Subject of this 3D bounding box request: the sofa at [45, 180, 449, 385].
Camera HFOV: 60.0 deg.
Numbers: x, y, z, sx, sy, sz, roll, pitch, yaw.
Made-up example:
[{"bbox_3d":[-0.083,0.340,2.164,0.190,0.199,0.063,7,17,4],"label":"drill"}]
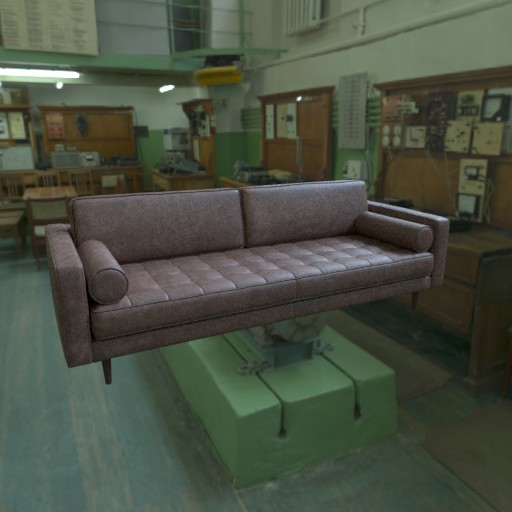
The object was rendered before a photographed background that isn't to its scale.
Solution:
[{"bbox_3d":[0.000,0.000,2.609,2.210,0.762,0.914,-8,18,-26],"label":"sofa"}]
